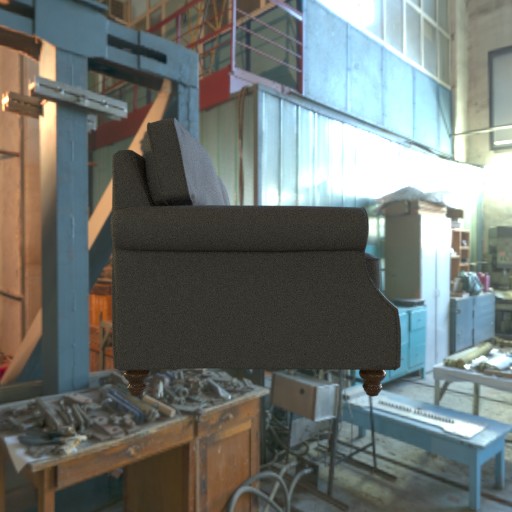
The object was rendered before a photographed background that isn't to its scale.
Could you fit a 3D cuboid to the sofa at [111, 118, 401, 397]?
[{"bbox_3d":[0.000,0.000,2.185,0.964,0.937,1.665,0,1,0],"label":"sofa"}]
